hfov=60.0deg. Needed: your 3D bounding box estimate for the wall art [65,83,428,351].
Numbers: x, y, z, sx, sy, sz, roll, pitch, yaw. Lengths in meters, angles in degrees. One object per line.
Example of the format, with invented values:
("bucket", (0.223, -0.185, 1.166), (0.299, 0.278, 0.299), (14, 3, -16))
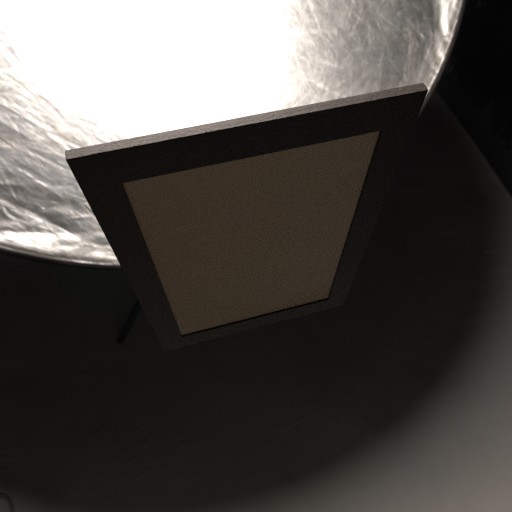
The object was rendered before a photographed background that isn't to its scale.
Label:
("wall art", (0.000, 0.000, 0.643), (0.359, 0.508, 0.013), (-13, 59, -8))
